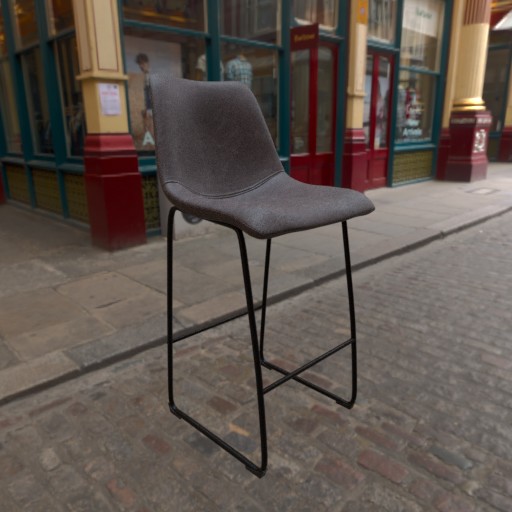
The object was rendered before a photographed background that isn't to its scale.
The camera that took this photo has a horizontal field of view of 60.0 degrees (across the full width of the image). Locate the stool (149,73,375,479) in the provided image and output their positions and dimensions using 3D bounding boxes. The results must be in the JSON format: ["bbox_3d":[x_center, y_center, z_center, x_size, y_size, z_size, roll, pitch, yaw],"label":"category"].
[{"bbox_3d":[0.000,0.000,1.387,0.561,1.082,0.514,15,22,43],"label":"stool"}]
